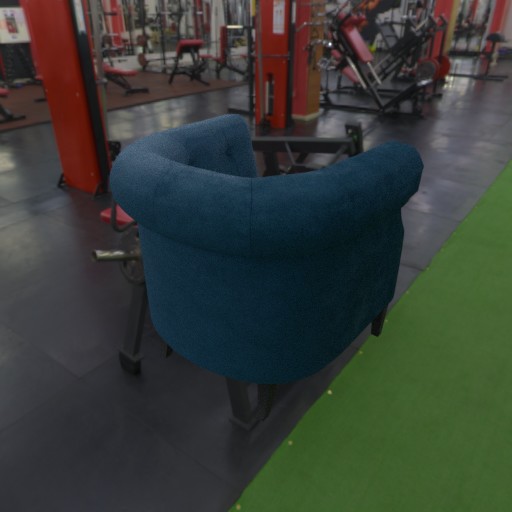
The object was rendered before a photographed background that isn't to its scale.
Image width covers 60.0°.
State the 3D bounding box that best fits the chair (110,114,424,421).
[{"bbox_3d":[0.000,0.000,1.594,0.904,0.826,0.851,21,35,33],"label":"chair"}]
